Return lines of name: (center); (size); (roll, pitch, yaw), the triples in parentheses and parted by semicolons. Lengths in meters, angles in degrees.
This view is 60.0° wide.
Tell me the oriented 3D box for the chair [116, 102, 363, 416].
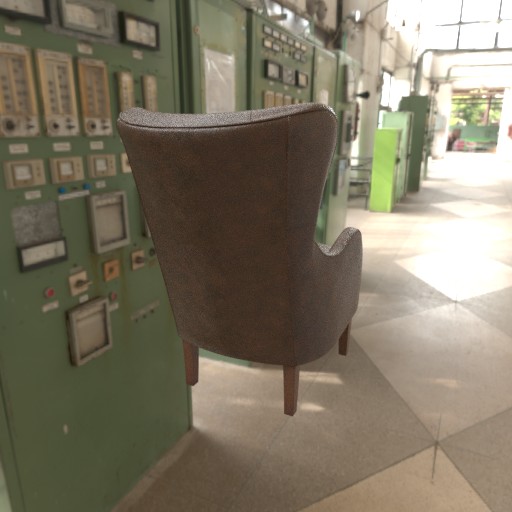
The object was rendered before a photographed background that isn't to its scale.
chair: (0.000, 0.000, 1.658); (0.692, 1.048, 0.914); (8, 18, 26)
